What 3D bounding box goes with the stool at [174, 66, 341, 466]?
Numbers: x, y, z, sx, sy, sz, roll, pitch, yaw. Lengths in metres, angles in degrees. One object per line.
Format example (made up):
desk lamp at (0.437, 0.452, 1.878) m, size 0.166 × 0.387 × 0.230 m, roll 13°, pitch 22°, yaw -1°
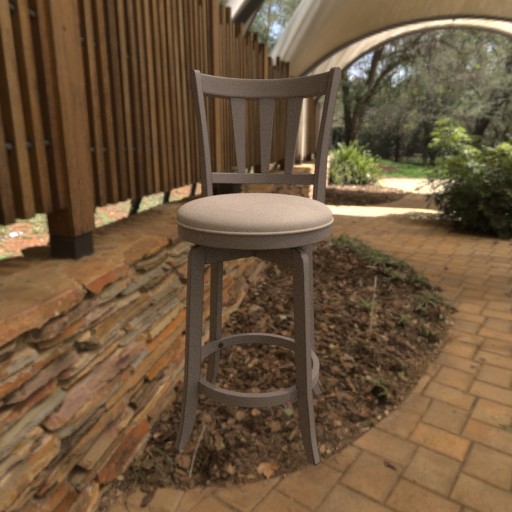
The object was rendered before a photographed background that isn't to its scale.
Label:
stool at (0.000, 0.000, 1.253) m, size 0.436 × 1.023 × 0.475 m, roll 2°, pitch 16°, yaw 8°
